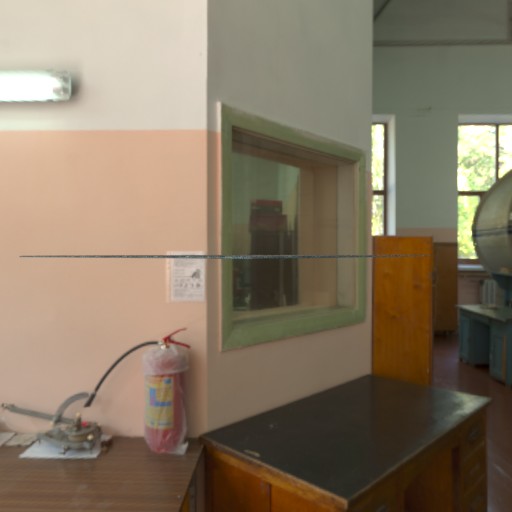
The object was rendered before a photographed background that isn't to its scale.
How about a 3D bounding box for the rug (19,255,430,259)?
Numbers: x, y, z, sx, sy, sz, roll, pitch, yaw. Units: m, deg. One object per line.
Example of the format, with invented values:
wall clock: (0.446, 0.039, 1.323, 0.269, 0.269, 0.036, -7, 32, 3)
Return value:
rug: (0.000, 0.000, 4.218, 2.337, 0.013, 3.291, 0, 0, 36)
